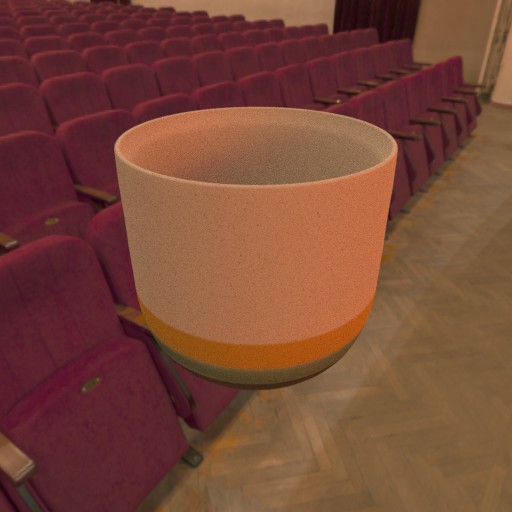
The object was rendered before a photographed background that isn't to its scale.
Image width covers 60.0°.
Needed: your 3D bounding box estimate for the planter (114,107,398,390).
[{"bbox_3d":[0.000,0.000,0.498,0.268,0.270,0.268,0,30,0],"label":"planter"}]
